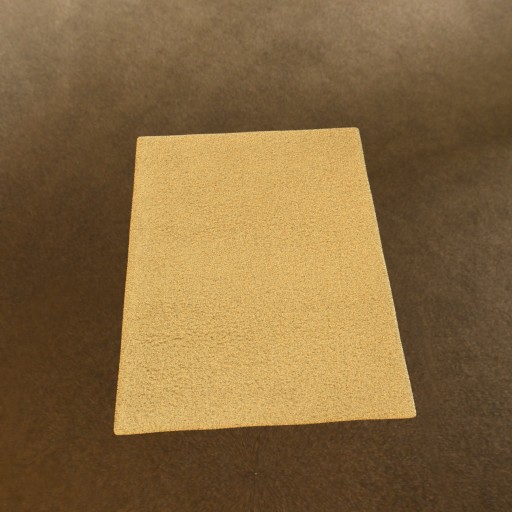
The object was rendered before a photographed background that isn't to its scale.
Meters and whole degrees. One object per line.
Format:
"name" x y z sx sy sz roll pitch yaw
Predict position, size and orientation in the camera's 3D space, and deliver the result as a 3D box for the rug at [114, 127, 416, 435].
"rug" 0.000 0.000 4.226 2.438 0.029 3.047 -3 64 -1
